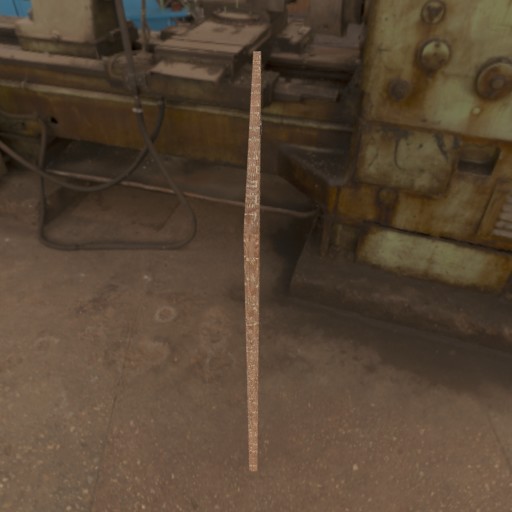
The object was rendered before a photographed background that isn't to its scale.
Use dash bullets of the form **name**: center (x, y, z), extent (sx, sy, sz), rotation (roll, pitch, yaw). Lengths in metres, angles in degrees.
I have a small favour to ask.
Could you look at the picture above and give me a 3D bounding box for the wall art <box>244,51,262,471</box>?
- **wall art**: center (0.000, 0.000, 0.573), extent (0.012, 0.384, 0.384), rotation (1, 42, 1)
